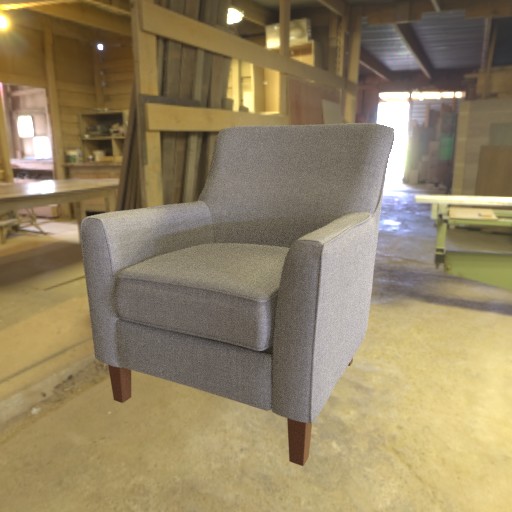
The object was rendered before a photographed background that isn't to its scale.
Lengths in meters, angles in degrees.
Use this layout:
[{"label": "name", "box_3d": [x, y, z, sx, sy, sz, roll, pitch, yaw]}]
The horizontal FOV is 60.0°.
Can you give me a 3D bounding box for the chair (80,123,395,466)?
[{"label": "chair", "box_3d": [0.000, 0.000, 1.779, 0.887, 1.047, 0.993, 7, 16, 27]}]
